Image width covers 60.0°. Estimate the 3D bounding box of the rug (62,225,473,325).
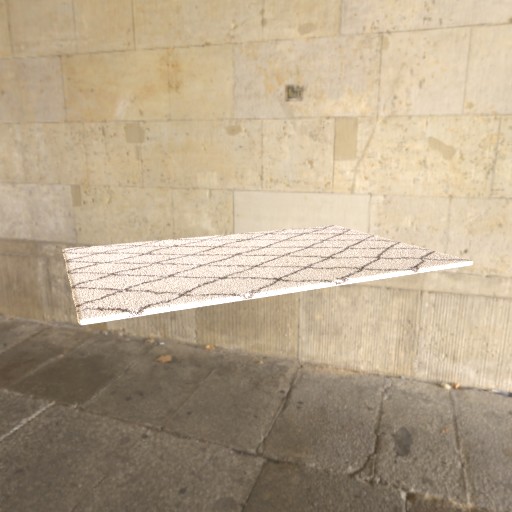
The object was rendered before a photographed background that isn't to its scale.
[{"bbox_3d":[0.000,0.000,3.494,2.743,0.030,1.778,-6,15,-25],"label":"rug"}]
